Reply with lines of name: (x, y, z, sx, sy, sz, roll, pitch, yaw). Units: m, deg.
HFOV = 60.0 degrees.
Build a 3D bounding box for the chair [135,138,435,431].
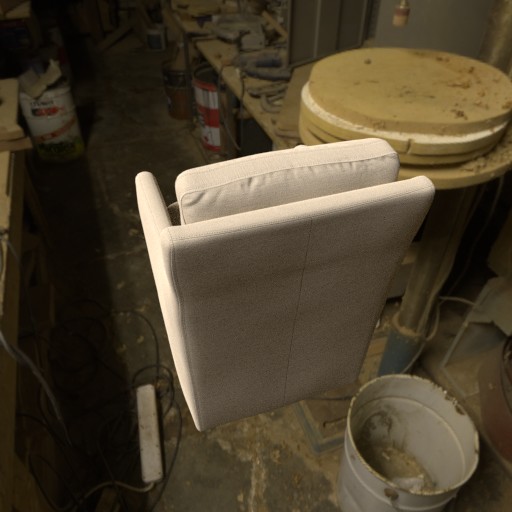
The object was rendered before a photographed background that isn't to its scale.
chair: (0.000, 0.000, 1.371, 0.626, 0.914, 0.694, -13, 43, -14)
